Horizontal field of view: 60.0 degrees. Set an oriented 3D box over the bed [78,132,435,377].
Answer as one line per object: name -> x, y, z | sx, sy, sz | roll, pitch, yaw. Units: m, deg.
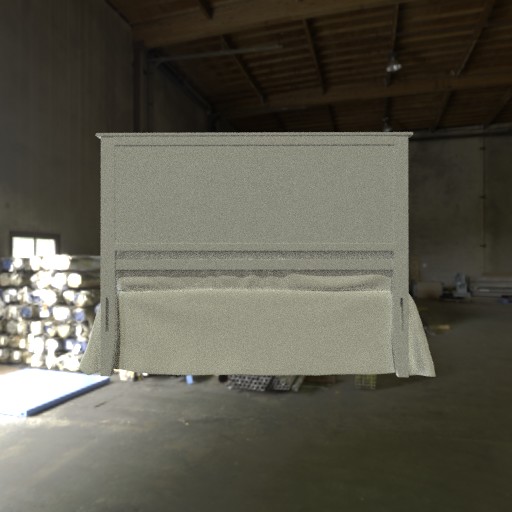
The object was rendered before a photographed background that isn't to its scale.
bed -> 0.000, 0.000, 3.277 | 1.876, 1.269, 2.047 | 0, 0, 1
